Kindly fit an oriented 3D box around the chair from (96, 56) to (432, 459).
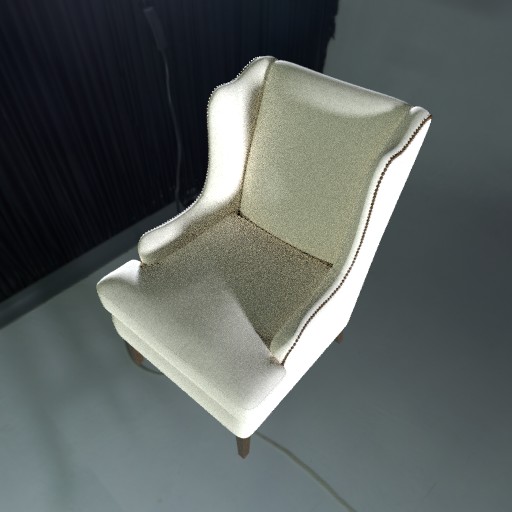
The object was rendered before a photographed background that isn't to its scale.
[{"bbox_3d":[0.000,0.000,1.619,0.737,1.029,0.940,31,54,26],"label":"chair"}]
